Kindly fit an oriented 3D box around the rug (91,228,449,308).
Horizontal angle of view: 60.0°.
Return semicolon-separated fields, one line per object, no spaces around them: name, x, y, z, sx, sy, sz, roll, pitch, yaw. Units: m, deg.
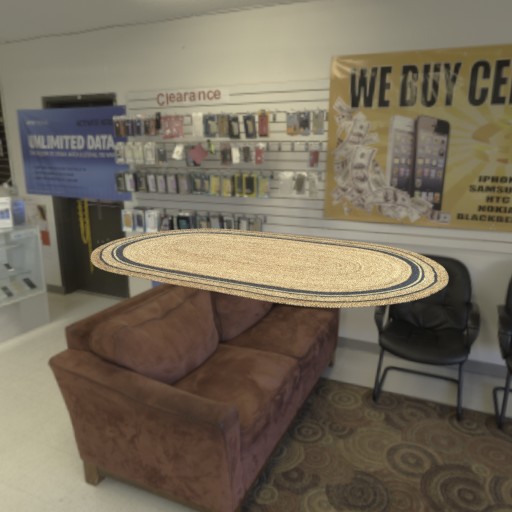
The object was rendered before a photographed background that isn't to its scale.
rug;0.000;0.000;3.030;2.432;0.006;1.520;7;16;27
